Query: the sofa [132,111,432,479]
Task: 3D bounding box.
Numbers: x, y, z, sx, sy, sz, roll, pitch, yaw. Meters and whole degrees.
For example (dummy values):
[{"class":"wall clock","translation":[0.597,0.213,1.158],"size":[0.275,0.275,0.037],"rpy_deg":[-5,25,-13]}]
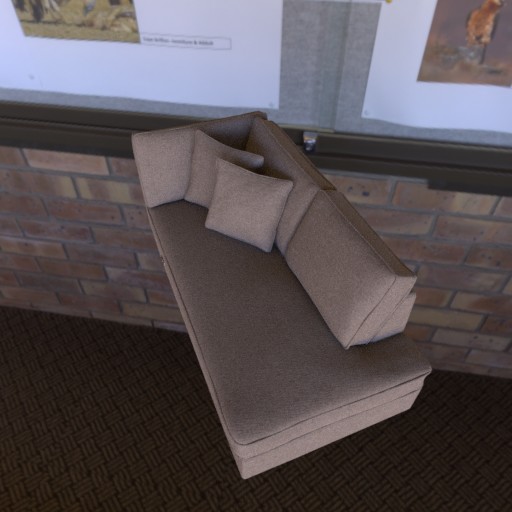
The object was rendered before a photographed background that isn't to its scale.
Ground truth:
[{"class":"sofa","translation":[0.000,0.000,2.849],"size":[1.110,1.033,2.237],"rpy_deg":[-16,48,-16]}]
